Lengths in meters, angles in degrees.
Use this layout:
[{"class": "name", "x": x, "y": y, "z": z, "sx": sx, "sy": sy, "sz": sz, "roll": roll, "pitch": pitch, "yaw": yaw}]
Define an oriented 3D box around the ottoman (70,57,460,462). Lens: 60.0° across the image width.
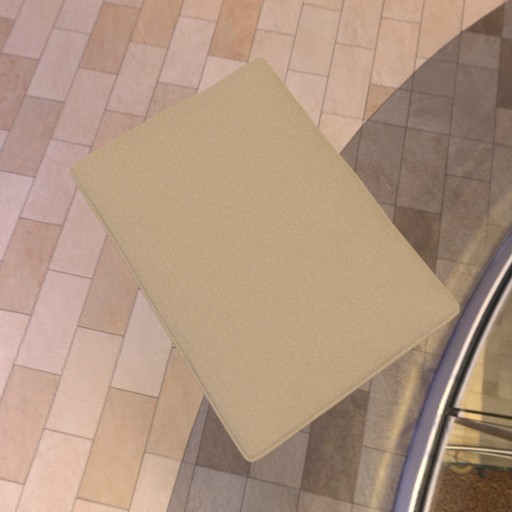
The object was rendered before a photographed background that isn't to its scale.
[{"class": "ottoman", "x": 0.000, "y": 0.000, "z": 1.332, "sx": 0.703, "sy": 0.479, "sz": 0.944, "roll": -33, "pitch": 77, "yaw": -9}]
